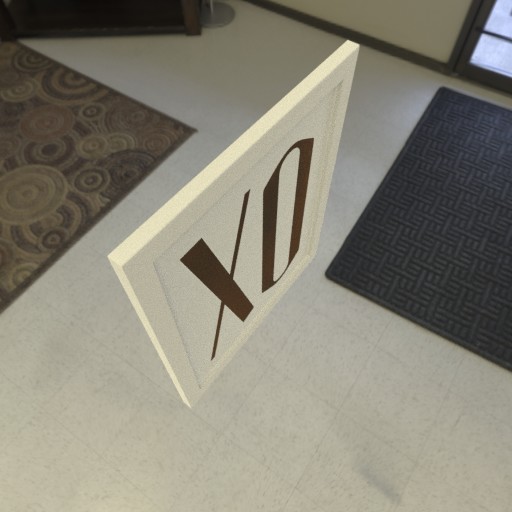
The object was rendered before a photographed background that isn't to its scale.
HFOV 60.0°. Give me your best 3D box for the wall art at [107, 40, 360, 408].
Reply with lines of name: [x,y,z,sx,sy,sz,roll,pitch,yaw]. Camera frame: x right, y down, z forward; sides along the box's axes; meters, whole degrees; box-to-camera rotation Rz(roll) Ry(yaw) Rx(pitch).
wall art: [0.000,0.000,0.739,0.020,0.536,0.444,33,63,19]
